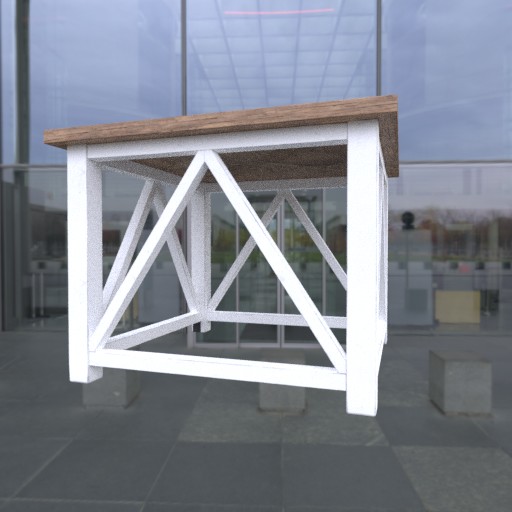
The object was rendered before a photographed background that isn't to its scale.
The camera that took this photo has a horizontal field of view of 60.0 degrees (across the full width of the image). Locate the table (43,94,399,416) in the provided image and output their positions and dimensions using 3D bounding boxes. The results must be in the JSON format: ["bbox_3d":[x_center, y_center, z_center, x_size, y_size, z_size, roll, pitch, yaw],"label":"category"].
[{"bbox_3d":[0.000,0.000,1.148,0.700,0.532,0.700,0,1,18],"label":"table"}]
